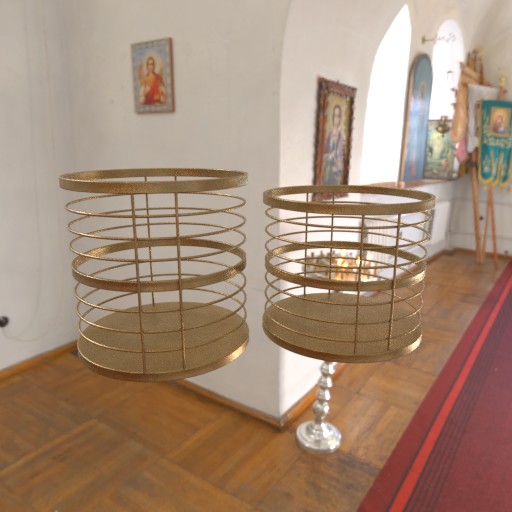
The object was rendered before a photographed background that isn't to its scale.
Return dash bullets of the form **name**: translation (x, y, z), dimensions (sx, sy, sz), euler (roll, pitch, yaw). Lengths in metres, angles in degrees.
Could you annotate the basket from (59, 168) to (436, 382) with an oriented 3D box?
- **basket**: translation (0.000, 0.000, 0.942), dimensions (0.746, 0.351, 0.356), euler (-3, 15, -10)
